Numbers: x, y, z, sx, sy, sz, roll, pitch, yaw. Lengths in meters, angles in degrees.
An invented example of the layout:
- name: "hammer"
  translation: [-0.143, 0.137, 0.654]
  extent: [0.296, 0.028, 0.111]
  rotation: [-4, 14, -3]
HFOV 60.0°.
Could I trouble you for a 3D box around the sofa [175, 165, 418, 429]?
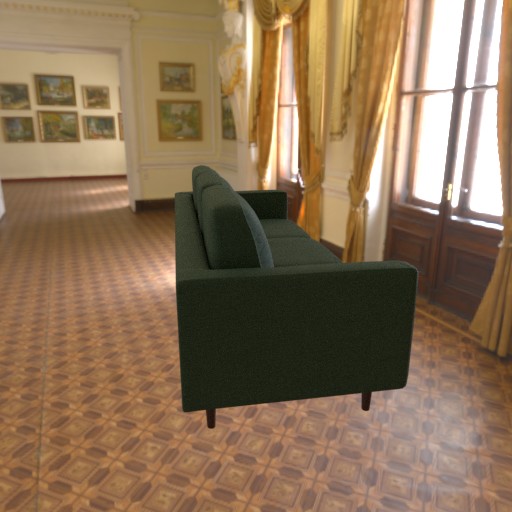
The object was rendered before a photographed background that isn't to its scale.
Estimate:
- name: "sofa"
  translation: [0.000, 0.000, 2.500]
  extent: [0.879, 0.899, 2.029]
  rotation: [-3, 17, -10]
